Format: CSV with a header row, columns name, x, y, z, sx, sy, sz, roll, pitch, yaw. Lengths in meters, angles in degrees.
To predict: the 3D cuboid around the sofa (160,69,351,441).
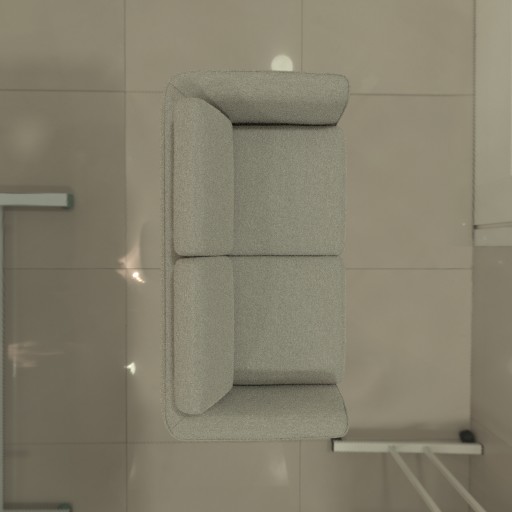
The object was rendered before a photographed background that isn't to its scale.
name,x,y,z,sx,sy,sz,roll,pitch,yaw
sofa,0.000,0.000,2.213,0.920,0.850,1.700,0,91,-2
